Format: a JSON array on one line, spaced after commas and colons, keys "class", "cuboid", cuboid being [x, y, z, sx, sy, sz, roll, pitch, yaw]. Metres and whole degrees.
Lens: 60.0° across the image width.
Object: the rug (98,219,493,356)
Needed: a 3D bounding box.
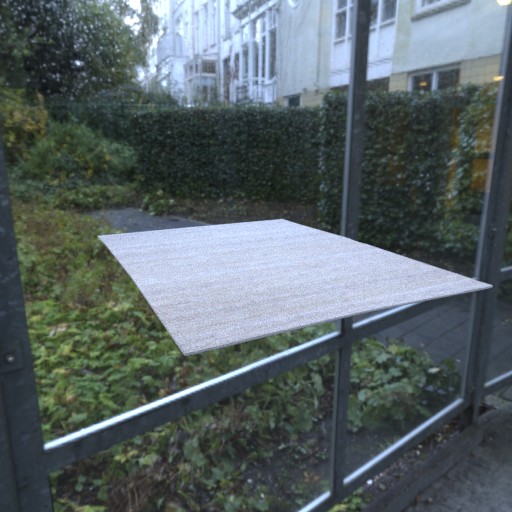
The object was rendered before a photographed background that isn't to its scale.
[{"class": "rug", "cuboid": [0.000, 0.000, 4.250, 2.467, 0.046, 3.245, -7, 17, -26]}]
